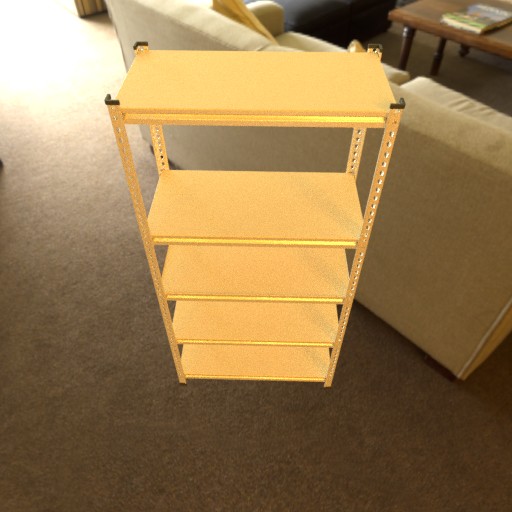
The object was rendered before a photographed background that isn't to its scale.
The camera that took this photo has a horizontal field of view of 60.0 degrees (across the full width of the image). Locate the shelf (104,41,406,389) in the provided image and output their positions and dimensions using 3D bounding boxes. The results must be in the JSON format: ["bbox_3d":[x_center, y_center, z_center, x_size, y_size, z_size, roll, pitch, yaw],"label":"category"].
[{"bbox_3d":[0.000,0.000,2.156,0.914,1.829,0.457,1,47,1],"label":"shelf"}]
